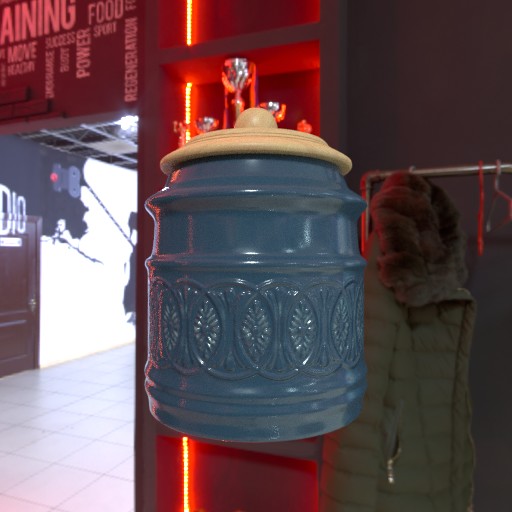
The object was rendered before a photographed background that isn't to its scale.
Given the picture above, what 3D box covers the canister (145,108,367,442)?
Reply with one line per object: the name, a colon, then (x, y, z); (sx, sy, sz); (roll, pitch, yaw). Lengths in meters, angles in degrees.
canister: (0.000, 0.000, 0.266); (0.130, 0.176, 0.130); (0, 0, 0)
